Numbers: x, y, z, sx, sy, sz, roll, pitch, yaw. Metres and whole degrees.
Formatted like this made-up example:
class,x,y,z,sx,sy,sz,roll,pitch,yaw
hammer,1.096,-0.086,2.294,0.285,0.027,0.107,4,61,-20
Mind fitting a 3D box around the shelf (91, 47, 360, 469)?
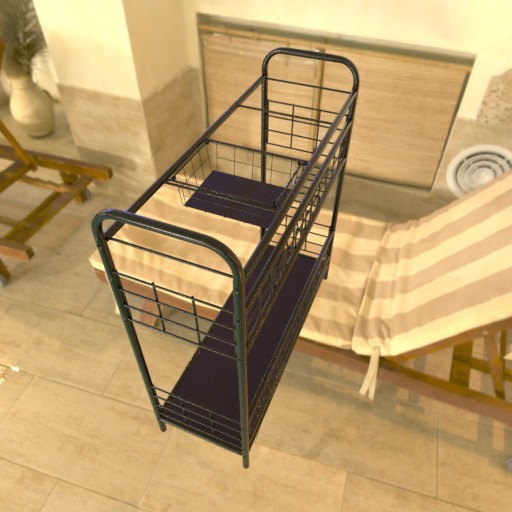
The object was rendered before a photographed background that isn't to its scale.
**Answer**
class,x,y,z,sx,sy,sz,roll,pitch,yaw
shelf,0.000,0.000,1.499,0.350,1.026,0.961,16,47,16
